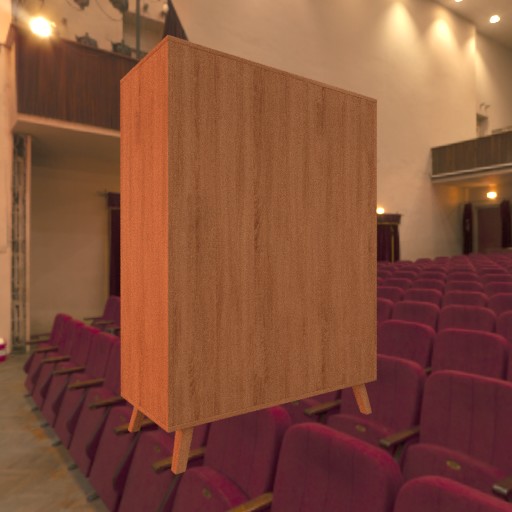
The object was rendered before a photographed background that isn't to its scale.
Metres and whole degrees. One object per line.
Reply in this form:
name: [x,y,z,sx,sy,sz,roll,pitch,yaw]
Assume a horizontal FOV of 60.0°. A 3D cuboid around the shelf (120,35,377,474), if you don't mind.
shelf: [0.000,0.000,1.864,1.000,1.390,0.450,0,0,-36]
